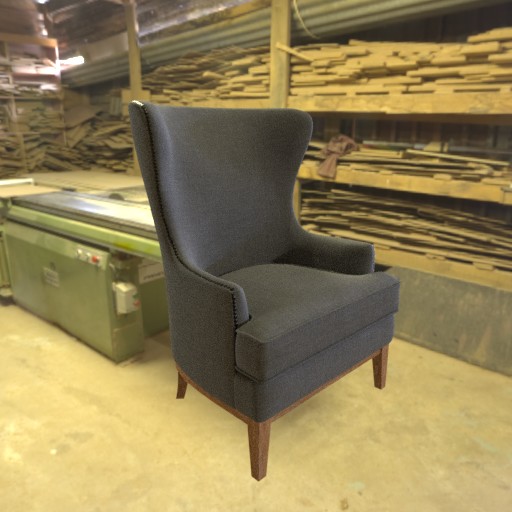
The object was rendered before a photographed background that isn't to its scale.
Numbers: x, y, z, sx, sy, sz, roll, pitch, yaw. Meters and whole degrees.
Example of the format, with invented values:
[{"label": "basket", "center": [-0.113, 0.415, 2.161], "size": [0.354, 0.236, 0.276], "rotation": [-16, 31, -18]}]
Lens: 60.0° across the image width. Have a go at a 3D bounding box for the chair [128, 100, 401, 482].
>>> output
[{"label": "chair", "center": [0.000, 0.000, 1.793], "size": [0.864, 1.176, 0.883], "rotation": [-15, 21, -42]}]
